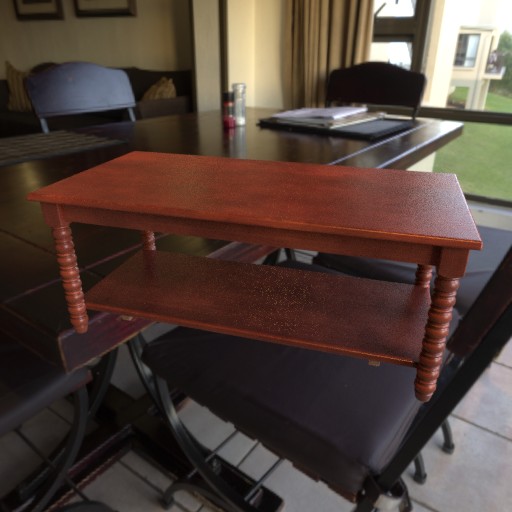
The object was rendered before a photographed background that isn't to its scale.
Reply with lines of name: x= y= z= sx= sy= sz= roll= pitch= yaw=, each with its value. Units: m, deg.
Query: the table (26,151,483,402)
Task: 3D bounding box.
table: x=0.000 y=0.000 z=1.430 sx=1.171 sy=0.485 sz=0.580 roll=7 pitch=27 yaw=15
